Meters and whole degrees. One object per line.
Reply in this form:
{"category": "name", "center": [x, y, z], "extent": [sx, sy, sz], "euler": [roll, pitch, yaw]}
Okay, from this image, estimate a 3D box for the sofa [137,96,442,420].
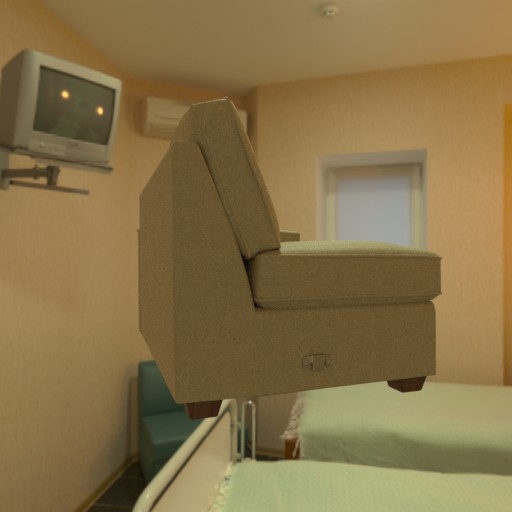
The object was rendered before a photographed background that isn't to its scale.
{"category": "sofa", "center": [0.000, 0.000, 2.079], "extent": [0.991, 0.989, 1.388], "euler": [0, 0, -19]}
